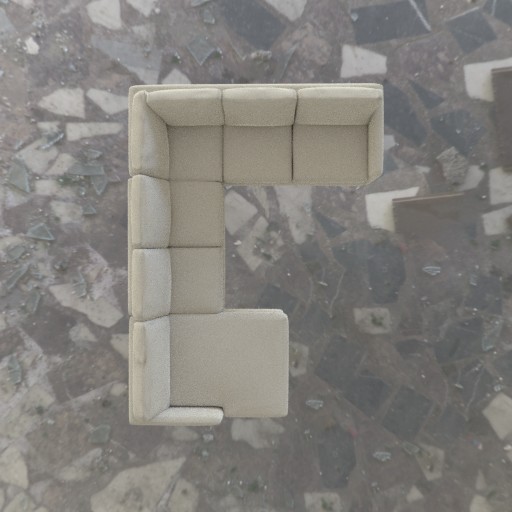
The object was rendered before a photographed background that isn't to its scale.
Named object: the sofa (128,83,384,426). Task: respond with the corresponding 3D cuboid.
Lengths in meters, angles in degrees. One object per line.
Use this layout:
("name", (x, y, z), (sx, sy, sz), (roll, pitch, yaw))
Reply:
("sofa", (0.000, 0.000, 4.691), (2.593, 0.956, 3.459), (0, 91, 1))
